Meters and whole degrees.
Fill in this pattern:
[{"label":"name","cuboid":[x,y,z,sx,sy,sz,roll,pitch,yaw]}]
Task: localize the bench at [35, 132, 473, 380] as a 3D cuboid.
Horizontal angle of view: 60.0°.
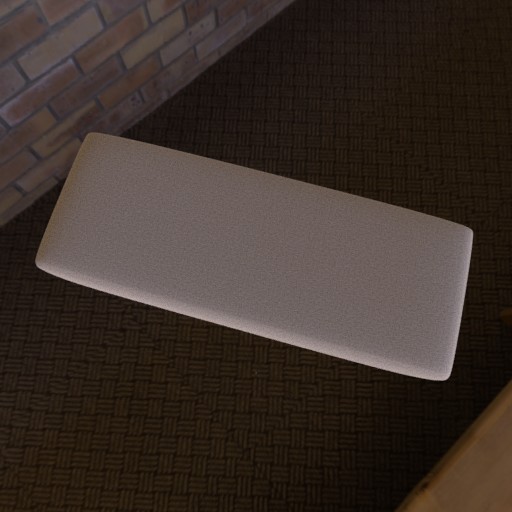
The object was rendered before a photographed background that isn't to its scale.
[{"label":"bench","cuboid":[0.000,0.000,1.849,1.598,0.383,0.631,15,76,4]}]
